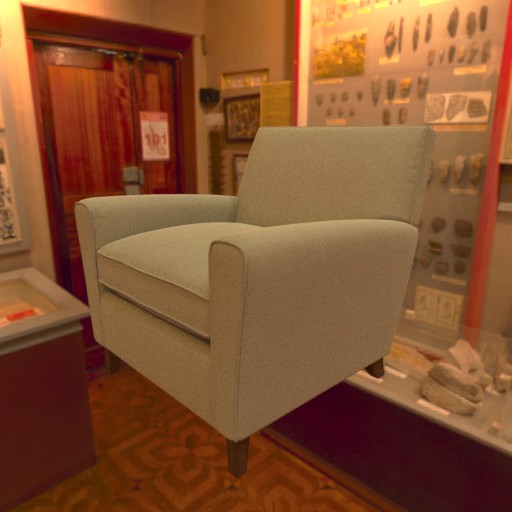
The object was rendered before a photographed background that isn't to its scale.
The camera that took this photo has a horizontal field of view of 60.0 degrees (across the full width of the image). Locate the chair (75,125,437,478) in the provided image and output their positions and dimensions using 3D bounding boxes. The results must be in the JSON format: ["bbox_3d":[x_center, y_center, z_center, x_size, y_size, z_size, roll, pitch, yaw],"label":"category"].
[{"bbox_3d":[0.000,0.000,1.495,0.871,0.846,0.840,-15,21,-42],"label":"chair"}]
